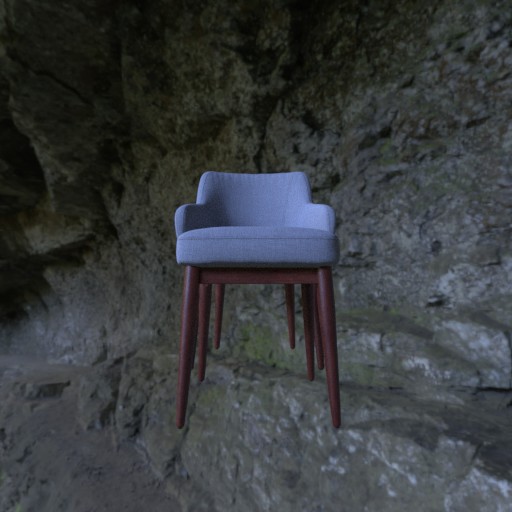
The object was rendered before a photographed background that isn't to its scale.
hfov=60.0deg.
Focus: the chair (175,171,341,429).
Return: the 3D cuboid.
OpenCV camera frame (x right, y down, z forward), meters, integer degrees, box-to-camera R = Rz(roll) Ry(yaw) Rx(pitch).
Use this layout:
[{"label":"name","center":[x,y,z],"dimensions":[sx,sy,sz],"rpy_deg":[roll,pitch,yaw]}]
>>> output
[{"label":"chair","center":[0.000,0.000,1.542],"dimensions":[0.584,0.799,1.107],"rpy_deg":[0,-2,-1]}]
